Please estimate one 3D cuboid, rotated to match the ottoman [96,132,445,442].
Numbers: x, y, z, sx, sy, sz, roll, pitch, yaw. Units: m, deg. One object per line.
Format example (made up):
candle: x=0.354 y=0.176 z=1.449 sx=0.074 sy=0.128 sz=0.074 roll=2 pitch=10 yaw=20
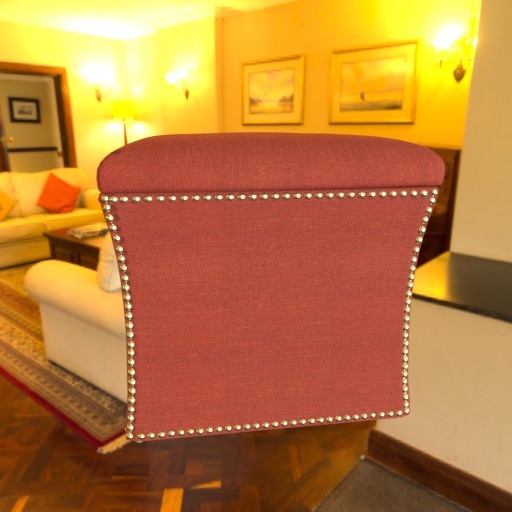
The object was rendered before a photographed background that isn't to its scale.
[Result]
ottoman: x=0.000 y=0.000 z=0.882 sx=0.507 sy=0.475 sz=0.497 roll=-2 pitch=16 yaw=-8
